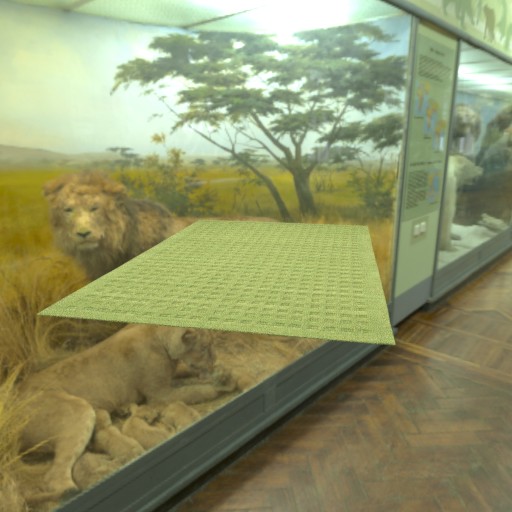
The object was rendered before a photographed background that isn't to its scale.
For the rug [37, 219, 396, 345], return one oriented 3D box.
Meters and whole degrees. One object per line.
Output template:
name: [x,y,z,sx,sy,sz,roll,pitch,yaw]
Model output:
rug: [0.000,0.000,2.902,1.529,0.007,2.297,3,16,11]
